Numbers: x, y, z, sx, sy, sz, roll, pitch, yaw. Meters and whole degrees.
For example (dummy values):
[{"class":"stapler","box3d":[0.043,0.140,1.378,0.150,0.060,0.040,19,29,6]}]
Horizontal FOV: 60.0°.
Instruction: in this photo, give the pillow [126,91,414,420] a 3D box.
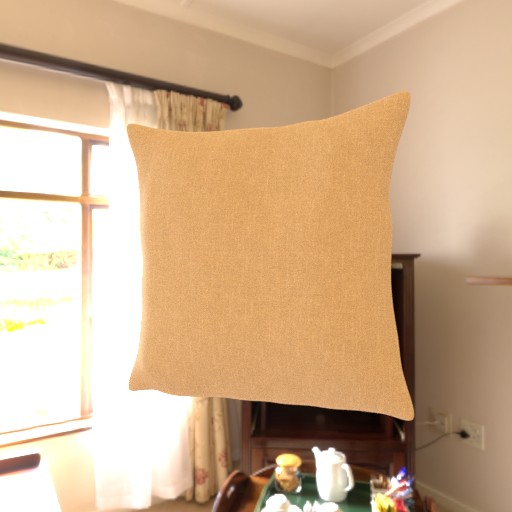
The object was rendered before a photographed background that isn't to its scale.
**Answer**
[{"class":"pillow","box3d":[0.000,0.000,0.653,0.436,0.432,0.138,0,-1,18]}]
